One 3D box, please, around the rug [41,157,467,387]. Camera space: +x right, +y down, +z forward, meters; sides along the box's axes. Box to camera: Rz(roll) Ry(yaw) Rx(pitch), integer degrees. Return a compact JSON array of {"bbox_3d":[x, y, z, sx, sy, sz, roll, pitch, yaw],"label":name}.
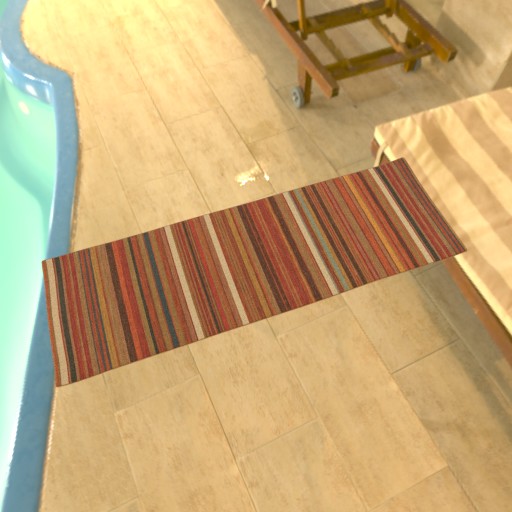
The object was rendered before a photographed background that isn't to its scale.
[{"bbox_3d":[0.000,0.000,2.656,2.444,0.030,0.799,-17,61,-10],"label":"rug"}]
